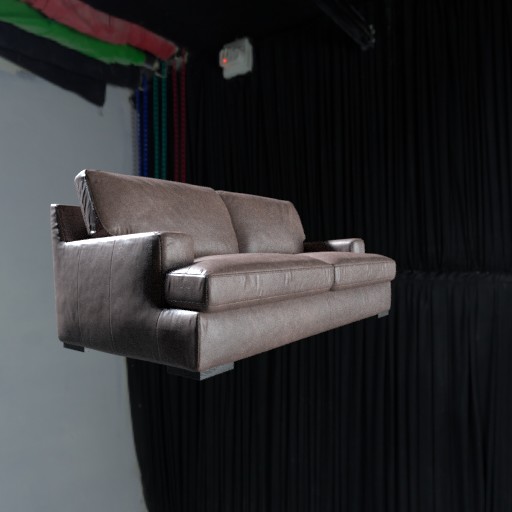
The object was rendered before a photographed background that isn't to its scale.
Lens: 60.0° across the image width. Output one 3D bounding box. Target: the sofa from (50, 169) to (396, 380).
[{"bbox_3d":[0.000,0.000,2.904,1.143,0.941,2.261,1,1,36],"label":"sofa"}]
